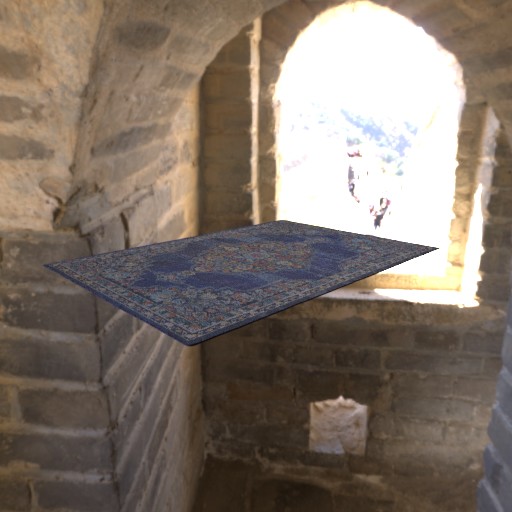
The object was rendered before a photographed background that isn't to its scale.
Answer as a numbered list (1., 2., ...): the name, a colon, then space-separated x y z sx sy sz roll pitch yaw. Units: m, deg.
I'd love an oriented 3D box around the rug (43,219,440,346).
1. rug: 0.000 0.000 3.935 2.940 0.011 2.053 -14 21 -42
